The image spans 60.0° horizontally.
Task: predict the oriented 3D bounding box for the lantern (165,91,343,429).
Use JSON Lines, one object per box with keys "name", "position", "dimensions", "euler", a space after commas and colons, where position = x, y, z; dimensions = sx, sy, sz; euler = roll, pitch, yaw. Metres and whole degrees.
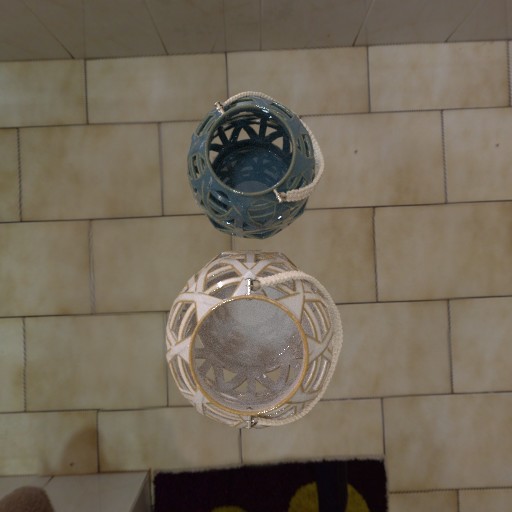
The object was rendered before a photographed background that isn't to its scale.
{"name": "lantern", "position": [0.000, 0.000, 0.612], "dimensions": [0.245, 0.307, 0.439], "euler": [0, 89, 0]}
